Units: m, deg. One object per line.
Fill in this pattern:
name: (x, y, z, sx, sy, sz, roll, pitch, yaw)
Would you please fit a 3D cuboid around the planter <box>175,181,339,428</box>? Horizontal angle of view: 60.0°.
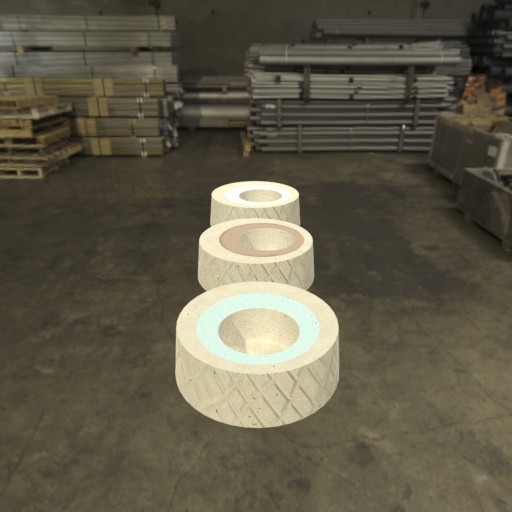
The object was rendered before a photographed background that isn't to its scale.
planter: (0.000, 0.000, 0.428, 0.114, 0.038, 0.390, 0, 26, 0)
